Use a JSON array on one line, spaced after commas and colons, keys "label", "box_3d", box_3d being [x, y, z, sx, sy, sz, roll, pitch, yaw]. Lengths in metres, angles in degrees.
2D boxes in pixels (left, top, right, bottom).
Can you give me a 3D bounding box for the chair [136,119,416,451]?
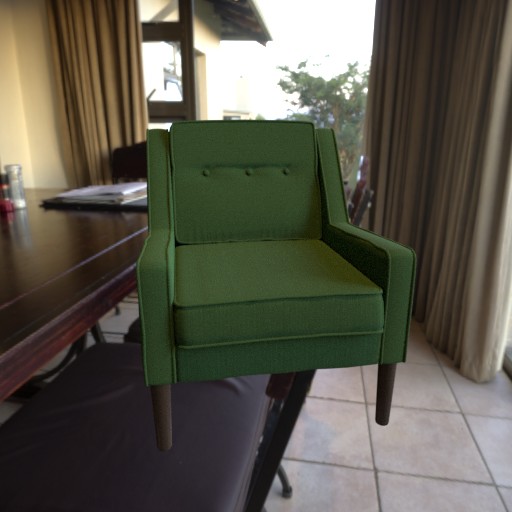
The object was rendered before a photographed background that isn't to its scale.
[{"label": "chair", "box_3d": [0.000, 0.000, 1.339, 0.663, 0.792, 0.743, -3, 17, -9]}]
